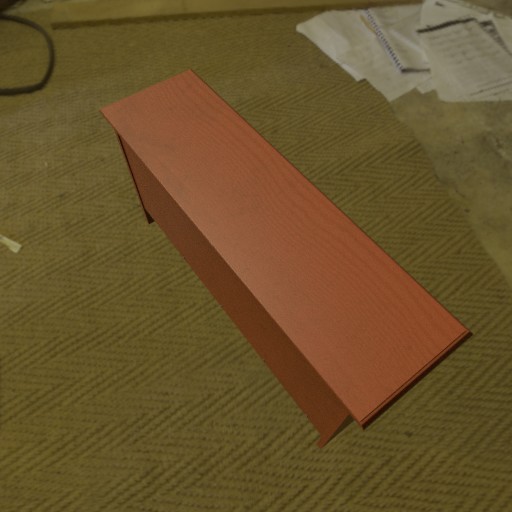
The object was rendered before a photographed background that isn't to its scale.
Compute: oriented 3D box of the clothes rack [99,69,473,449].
[{"bbox_3d":[0.000,0.000,1.503,0.362,0.594,1.251,-32,64,-18],"label":"clothes rack"}]
